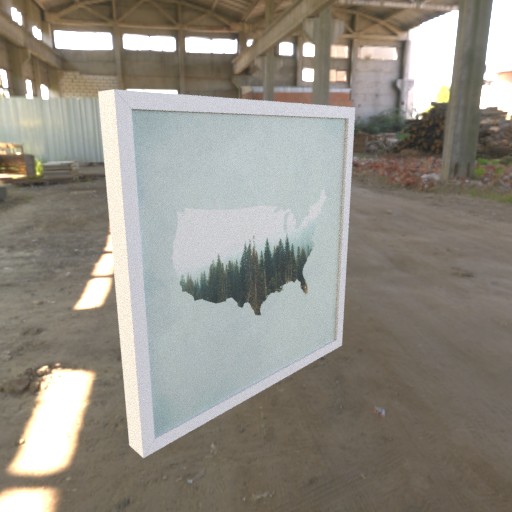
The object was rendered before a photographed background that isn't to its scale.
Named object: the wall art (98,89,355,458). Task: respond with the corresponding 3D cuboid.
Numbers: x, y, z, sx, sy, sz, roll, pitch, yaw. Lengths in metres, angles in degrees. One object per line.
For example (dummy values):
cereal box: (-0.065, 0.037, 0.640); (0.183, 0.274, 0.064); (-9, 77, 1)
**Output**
wall art: (0.000, 0.000, 0.461); (0.024, 0.304, 0.304); (15, 21, 43)
